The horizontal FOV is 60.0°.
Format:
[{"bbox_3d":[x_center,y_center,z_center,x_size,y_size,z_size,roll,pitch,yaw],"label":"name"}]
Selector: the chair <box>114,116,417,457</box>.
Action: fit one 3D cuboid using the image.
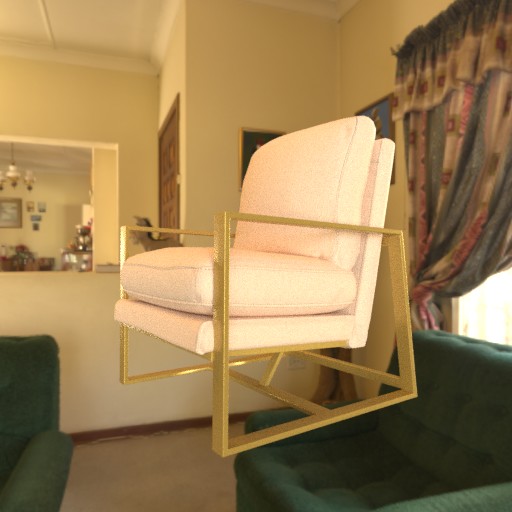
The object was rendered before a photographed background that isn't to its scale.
[{"bbox_3d":[0.000,0.000,1.576,0.813,0.956,0.758,0,1,-35],"label":"chair"}]
